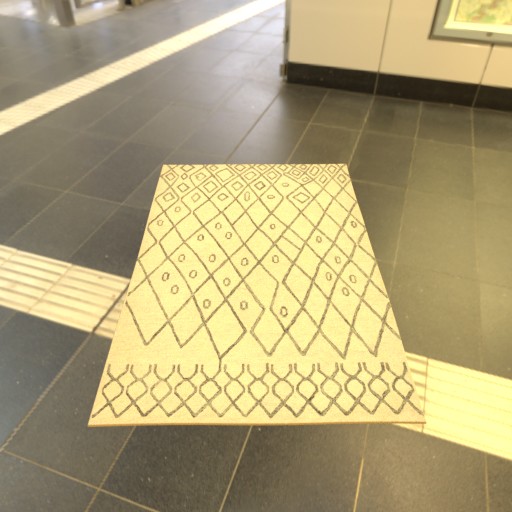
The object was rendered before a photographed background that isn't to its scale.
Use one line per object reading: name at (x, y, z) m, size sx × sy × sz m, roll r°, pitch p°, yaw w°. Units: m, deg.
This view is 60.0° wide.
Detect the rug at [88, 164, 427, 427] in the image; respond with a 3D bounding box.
rug at (0.000, 0.000, 2.273) m, size 1.222 × 0.015 × 1.828 m, roll 0°, pitch 42°, yaw 0°
